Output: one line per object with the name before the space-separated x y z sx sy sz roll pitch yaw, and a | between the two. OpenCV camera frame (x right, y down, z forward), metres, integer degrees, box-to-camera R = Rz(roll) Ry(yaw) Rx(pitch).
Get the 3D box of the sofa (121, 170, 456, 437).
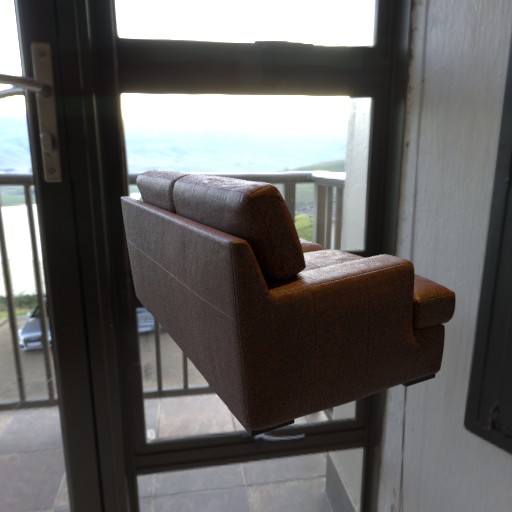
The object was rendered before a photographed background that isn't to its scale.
sofa | 0.000 0.000 2.530 1.143 0.939 1.880 -7 15 -27
